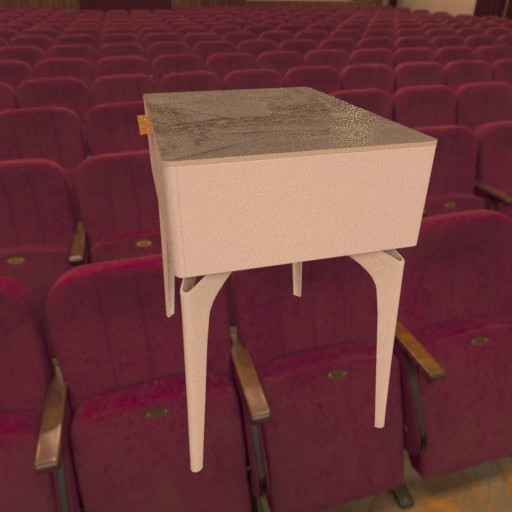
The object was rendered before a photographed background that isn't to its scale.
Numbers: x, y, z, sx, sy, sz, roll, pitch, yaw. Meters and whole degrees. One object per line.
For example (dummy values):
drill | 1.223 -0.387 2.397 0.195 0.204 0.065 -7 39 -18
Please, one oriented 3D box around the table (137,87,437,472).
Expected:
table | 0.000 0.000 0.907 0.400 0.570 0.500 -8 30 -13
